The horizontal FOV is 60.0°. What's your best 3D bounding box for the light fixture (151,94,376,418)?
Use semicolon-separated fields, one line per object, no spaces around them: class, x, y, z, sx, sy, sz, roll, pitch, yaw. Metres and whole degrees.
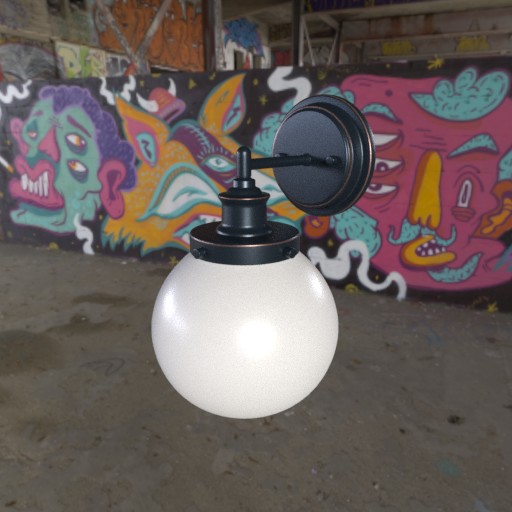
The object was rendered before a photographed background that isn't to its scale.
light fixture;0.000;0.000;0.469;0.197;0.332;0.230;15;22;41
